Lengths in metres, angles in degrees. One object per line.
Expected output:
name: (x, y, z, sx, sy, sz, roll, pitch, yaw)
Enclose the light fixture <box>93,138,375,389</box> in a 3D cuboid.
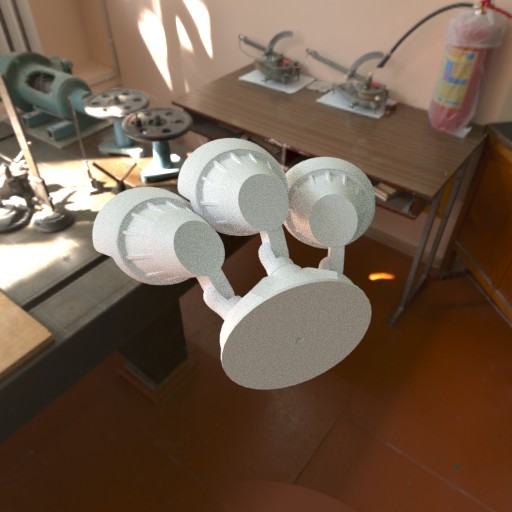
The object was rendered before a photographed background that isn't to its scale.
light fixture: (0.000, 0.000, 0.546, 0.369, 0.237, 0.278, -12, 43, -13)
